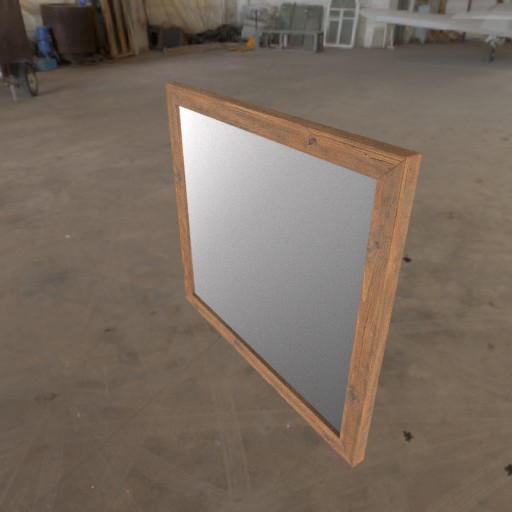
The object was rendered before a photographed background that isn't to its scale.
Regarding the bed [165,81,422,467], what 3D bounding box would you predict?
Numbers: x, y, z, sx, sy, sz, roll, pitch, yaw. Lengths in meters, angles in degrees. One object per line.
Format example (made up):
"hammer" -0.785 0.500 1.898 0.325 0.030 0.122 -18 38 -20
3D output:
"bed" 0.000 0.000 1.453 0.046 0.942 1.046 -20 36 -30
